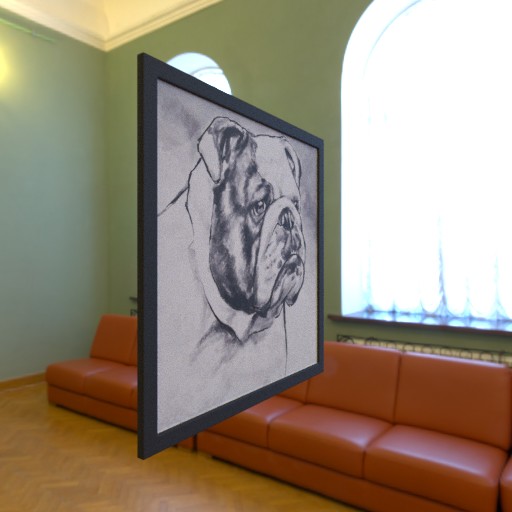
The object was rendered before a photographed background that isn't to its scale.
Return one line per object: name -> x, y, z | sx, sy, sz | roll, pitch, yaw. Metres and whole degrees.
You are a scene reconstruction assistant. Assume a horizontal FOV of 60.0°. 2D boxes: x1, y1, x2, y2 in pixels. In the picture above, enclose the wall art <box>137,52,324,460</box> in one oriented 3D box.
wall art -> 0.000, 0.000, 0.840 | 0.012, 0.558, 0.562 | 0, 0, 34
